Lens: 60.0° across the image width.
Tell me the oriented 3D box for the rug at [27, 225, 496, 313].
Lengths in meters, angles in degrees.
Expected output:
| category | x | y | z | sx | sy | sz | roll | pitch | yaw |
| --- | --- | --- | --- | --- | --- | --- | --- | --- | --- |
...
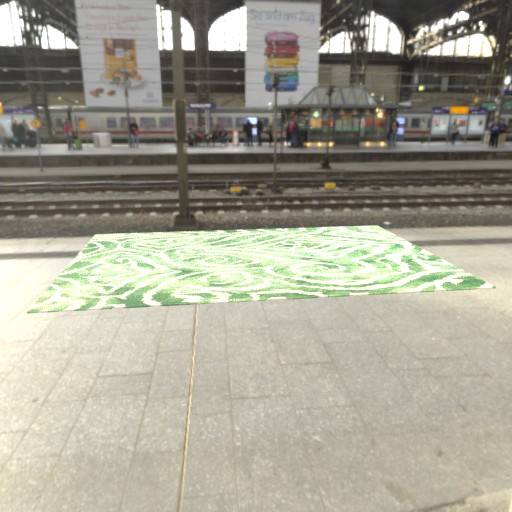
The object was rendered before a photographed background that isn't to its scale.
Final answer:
| category | x | y | z | sx | sy | sz | roll | pitch | yaw |
| --- | --- | --- | --- | --- | --- | --- | --- | --- | --- |
| rug | 0.000 | 0.000 | 2.281 | 1.826 | 0.006 | 1.220 | -2 | 16 | -8 |
